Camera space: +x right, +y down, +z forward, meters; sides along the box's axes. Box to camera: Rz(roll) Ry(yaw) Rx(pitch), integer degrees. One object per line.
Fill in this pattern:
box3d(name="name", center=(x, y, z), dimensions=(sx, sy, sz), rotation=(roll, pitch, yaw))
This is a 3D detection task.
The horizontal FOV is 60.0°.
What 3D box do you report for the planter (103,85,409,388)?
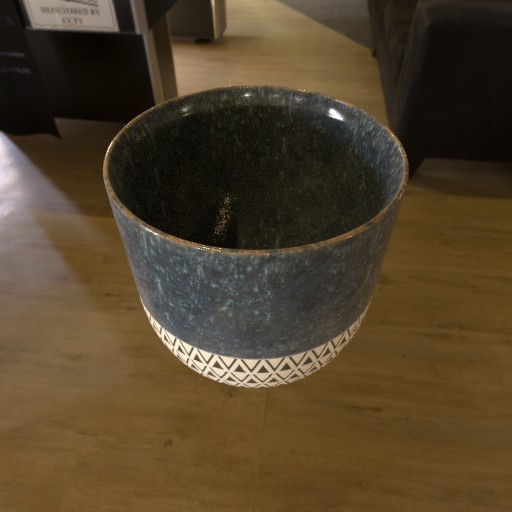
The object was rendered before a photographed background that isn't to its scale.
box3d(name="planter", center=(0.000, 0.000, 0.490), dimensions=(0.266, 0.270, 0.266), rotation=(0, 45, 0))
